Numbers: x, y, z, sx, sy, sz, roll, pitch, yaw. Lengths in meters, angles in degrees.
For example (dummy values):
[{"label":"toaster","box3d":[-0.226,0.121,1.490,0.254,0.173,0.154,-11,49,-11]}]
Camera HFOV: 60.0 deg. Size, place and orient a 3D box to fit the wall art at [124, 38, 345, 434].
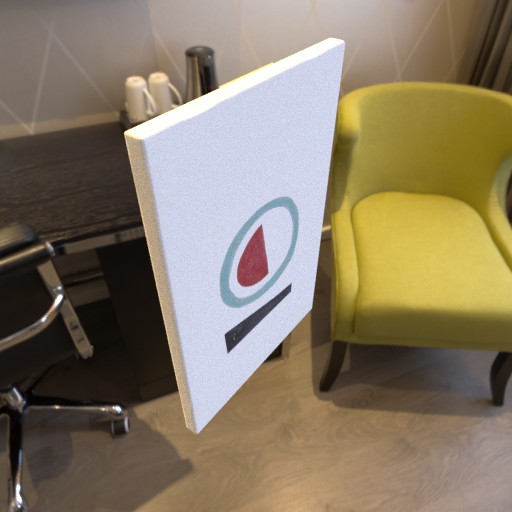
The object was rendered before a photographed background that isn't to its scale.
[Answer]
[{"label":"wall art","box3d":[0.000,0.000,1.131,0.048,0.902,0.602,27,49,27]}]
